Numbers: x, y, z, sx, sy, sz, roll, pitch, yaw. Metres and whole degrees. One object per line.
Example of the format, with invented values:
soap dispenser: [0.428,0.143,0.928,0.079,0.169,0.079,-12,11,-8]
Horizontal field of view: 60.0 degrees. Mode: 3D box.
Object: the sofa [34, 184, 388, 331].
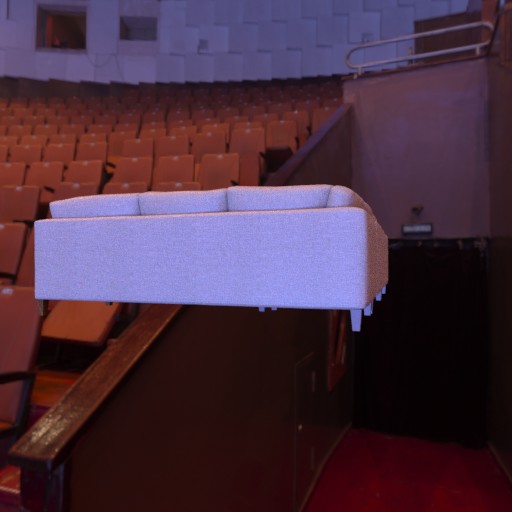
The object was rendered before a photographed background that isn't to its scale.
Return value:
sofa: [0.000,0.000,4.697,2.594,0.961,3.460,0,-1,19]
